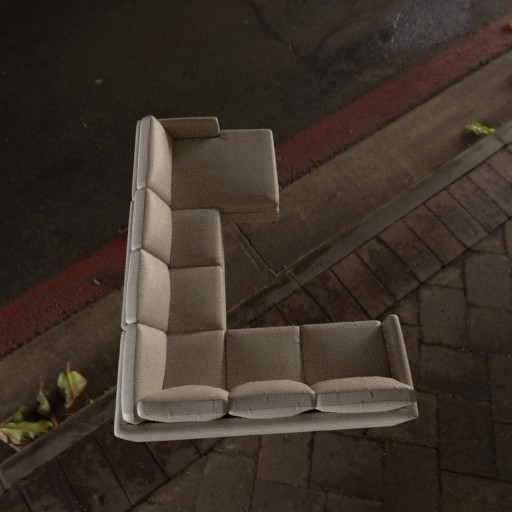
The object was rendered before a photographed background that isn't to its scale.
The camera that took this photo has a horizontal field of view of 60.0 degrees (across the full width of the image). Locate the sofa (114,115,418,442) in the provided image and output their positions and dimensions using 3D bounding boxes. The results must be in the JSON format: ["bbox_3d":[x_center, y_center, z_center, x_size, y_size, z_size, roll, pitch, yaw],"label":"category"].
[{"bbox_3d":[0.000,0.000,4.665,2.594,0.961,3.460,-3,64,-1],"label":"sofa"}]
